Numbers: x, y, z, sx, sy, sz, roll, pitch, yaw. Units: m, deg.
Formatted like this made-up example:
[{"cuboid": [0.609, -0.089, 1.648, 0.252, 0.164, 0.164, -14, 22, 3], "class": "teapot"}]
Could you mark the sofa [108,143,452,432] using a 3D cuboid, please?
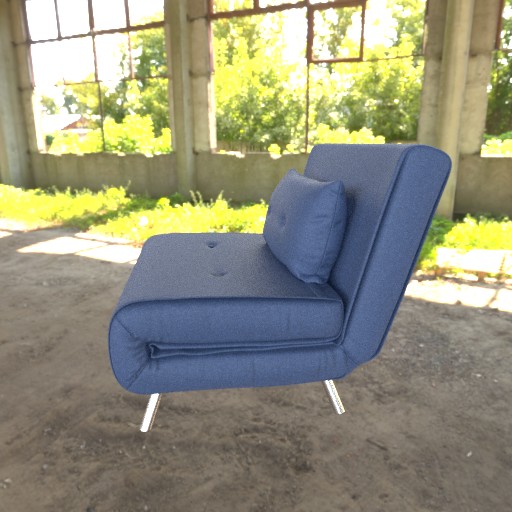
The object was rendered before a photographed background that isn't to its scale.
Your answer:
[{"cuboid": [0.000, 0.000, 1.746, 0.996, 0.860, 0.999, -2, 15, -8], "class": "sofa"}]
